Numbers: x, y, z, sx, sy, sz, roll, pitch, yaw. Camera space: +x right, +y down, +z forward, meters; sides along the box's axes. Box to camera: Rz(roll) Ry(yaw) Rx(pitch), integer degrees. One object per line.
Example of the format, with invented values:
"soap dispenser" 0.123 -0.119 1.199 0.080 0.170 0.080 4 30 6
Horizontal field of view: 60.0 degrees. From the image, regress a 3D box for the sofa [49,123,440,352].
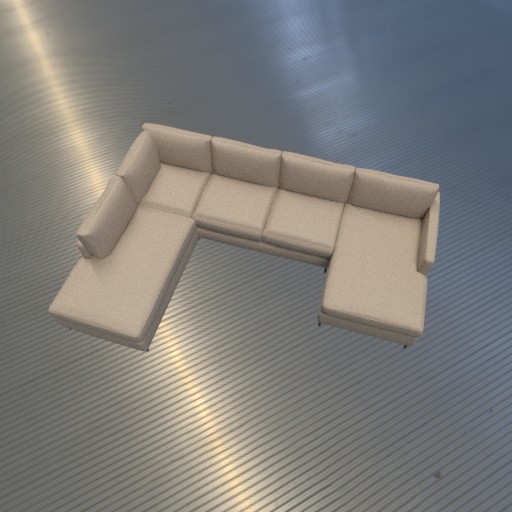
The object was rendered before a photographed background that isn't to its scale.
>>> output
"sofa" 0.000 0.000 3.590 2.737 0.756 1.879 14 58 9
